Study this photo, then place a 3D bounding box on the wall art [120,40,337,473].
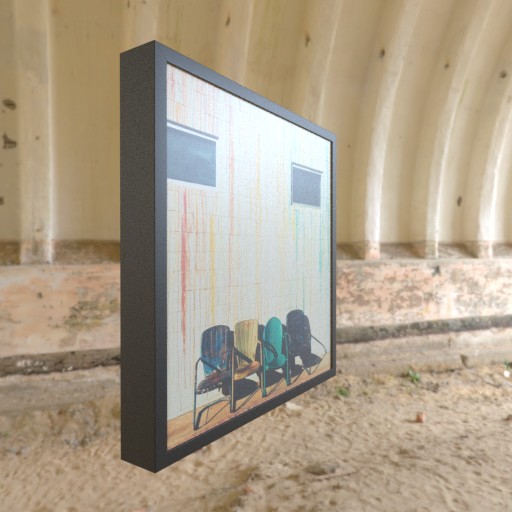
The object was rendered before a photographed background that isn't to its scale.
[{"bbox_3d":[0.000,0.000,0.445,0.038,0.304,0.304,0,1,35],"label":"wall art"}]
